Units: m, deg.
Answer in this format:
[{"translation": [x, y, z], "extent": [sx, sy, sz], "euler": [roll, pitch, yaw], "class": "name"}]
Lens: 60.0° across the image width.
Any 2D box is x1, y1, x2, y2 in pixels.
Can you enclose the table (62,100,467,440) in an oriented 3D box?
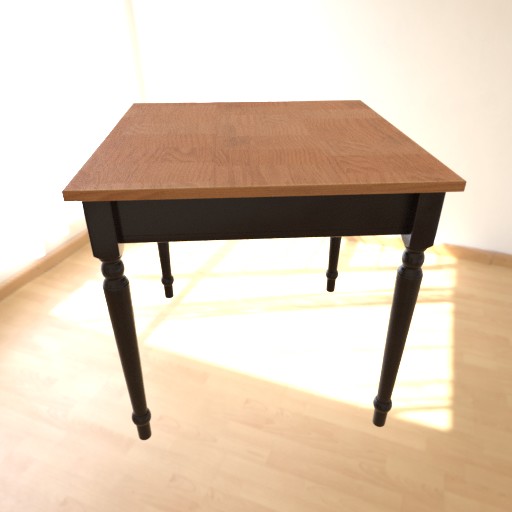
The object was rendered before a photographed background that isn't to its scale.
[{"translation": [0.000, 0.000, 1.321], "extent": [0.747, 0.738, 0.747], "euler": [-2, 31, -3], "class": "table"}]
